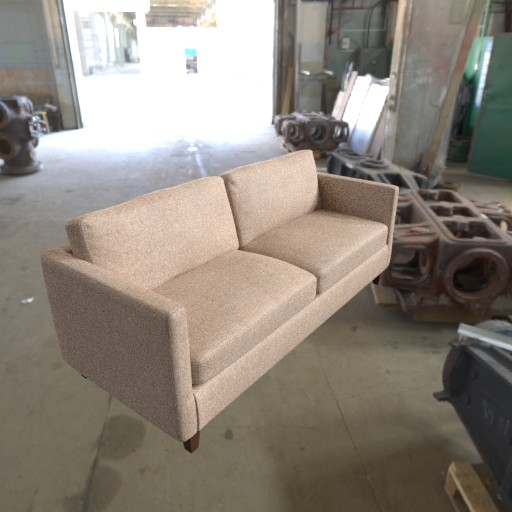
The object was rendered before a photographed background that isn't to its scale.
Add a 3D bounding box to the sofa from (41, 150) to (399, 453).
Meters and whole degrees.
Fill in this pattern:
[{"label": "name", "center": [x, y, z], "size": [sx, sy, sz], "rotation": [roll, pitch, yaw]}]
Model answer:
[{"label": "sofa", "center": [0.000, 0.000, 2.739], "size": [0.951, 0.965, 2.208], "rotation": [18, 30, 34]}]
